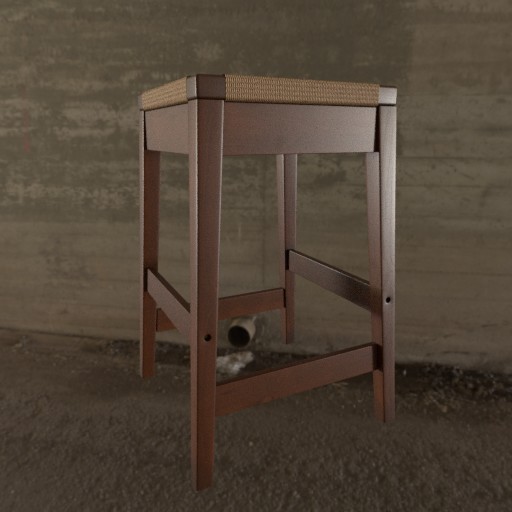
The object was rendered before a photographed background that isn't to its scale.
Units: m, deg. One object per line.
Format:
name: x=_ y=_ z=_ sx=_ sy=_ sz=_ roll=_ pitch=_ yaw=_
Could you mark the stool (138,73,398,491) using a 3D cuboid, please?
stool: x=0.000 y=0.000 z=1.080 sx=0.507 sy=0.762 sz=0.497 roll=-8 pitch=17 yaw=-26
